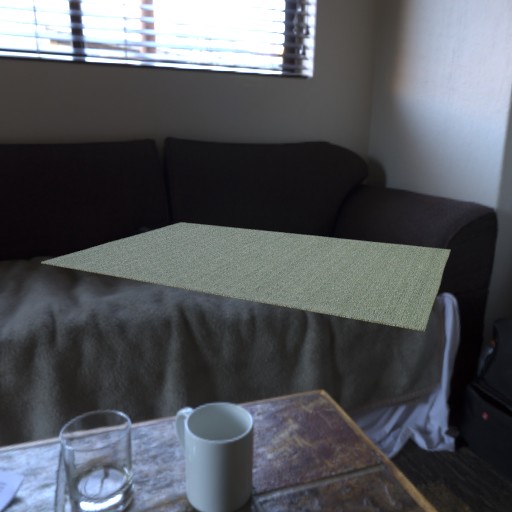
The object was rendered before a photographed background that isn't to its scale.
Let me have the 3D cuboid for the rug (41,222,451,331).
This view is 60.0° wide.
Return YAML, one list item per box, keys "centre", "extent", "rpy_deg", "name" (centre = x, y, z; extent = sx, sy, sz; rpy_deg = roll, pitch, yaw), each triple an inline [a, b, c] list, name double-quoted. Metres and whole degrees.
- centre: [0.000, 0.000, 2.242]
  extent: [1.747, 0.006, 1.143]
  rpy_deg: [7, 17, 26]
  name: "rug"
